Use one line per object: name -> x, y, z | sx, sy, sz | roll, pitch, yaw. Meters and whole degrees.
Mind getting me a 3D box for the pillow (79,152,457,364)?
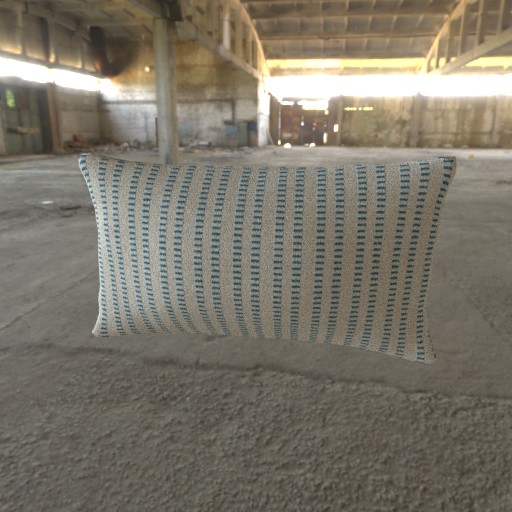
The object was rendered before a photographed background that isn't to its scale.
pillow -> 0.000, 0.000, 0.785 | 0.640, 0.353, 0.210 | 3, 16, 9
